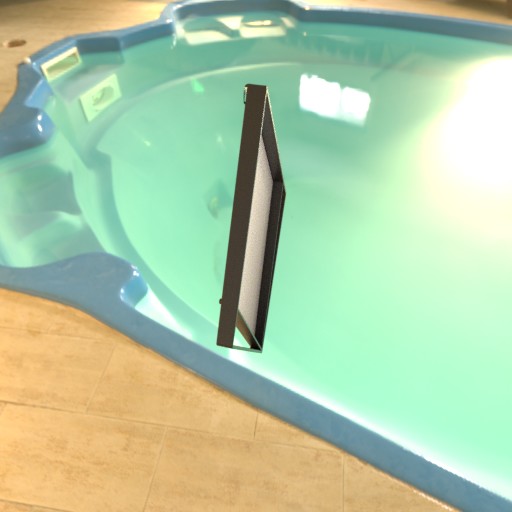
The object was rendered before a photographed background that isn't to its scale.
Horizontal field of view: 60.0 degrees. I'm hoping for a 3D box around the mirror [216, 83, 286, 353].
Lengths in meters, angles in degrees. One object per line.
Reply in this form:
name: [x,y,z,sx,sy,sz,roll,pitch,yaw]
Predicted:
mirror: [0.000,0.000,0.856,0.032,0.679,0.419,11,47,10]
